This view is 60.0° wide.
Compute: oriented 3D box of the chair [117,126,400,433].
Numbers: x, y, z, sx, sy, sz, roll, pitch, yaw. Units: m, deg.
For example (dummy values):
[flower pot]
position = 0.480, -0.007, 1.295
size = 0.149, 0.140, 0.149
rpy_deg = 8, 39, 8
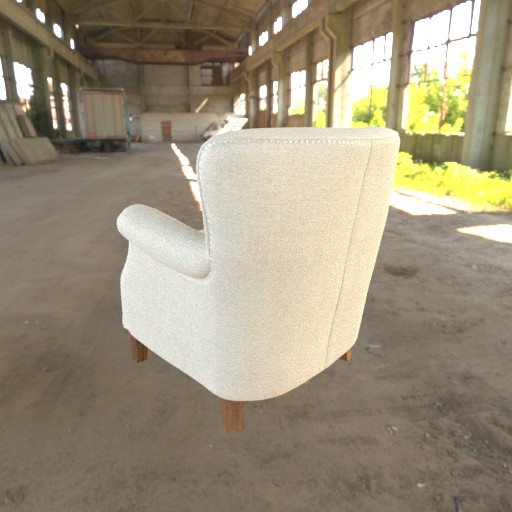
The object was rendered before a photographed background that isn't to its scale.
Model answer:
[chair]
position = 0.000, 0.000, 1.668
size = 0.861, 0.936, 0.921
rpy_deg = -16, 23, -42
